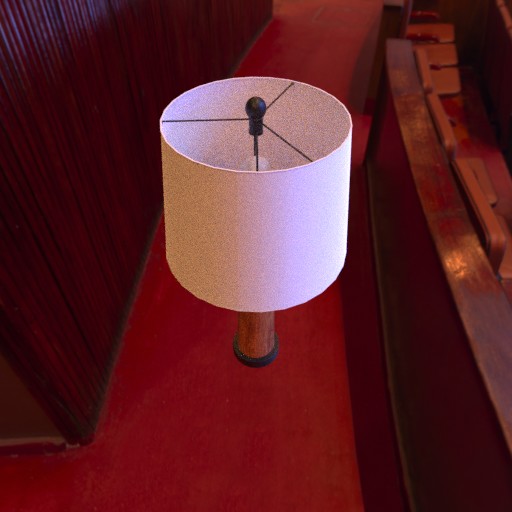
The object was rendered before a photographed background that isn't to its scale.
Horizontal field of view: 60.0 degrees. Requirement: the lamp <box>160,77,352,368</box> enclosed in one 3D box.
[{"bbox_3d":[0.000,0.000,0.893,0.349,0.667,0.349,0,45,0],"label":"lamp"}]
